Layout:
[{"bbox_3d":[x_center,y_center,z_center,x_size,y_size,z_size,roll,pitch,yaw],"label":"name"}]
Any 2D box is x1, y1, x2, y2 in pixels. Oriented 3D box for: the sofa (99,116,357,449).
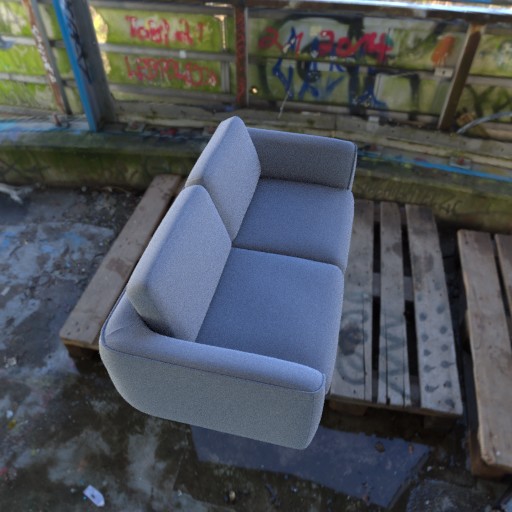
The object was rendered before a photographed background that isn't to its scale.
[{"bbox_3d":[0.000,0.000,2.250,0.920,0.850,1.700,9,46,9],"label":"sofa"}]
